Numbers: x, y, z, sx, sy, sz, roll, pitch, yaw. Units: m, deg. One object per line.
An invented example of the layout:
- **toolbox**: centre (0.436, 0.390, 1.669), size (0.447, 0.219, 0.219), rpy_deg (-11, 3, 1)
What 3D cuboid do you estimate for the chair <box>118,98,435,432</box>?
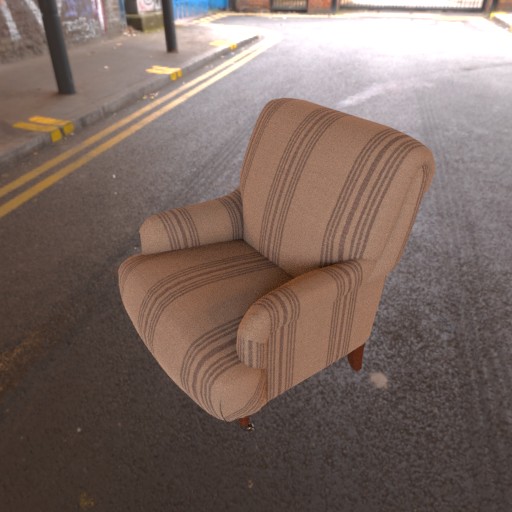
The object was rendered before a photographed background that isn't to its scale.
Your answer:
- **chair**: centre (0.000, 0.000, 1.621), size (0.914, 0.940, 0.813), rpy_deg (-21, 38, -29)
